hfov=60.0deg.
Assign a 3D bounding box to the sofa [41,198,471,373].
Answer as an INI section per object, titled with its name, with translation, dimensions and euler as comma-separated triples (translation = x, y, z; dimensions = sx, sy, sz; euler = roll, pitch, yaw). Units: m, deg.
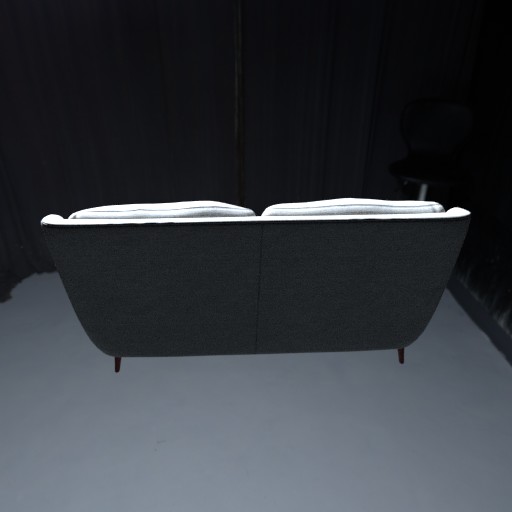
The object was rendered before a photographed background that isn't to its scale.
[sofa]
translation = 0.000, 0.000, 2.436
dimensions = 1.930, 0.897, 0.976
euler = -1, 29, -2
